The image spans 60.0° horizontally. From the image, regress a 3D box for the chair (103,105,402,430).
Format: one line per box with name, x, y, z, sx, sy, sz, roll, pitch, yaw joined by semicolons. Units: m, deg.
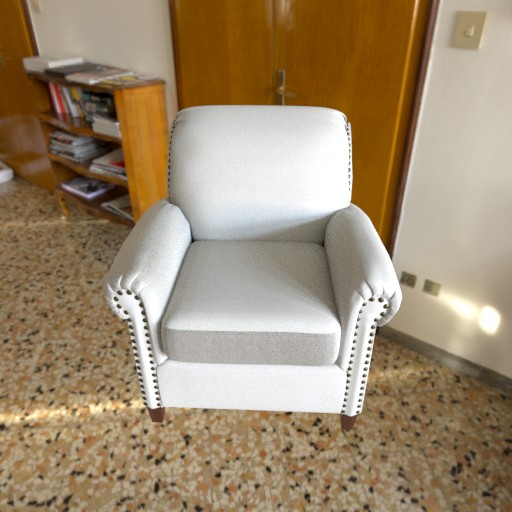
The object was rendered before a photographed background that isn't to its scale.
chair;0.000;0.000;1.627;0.854;0.927;0.890;1;31;2
